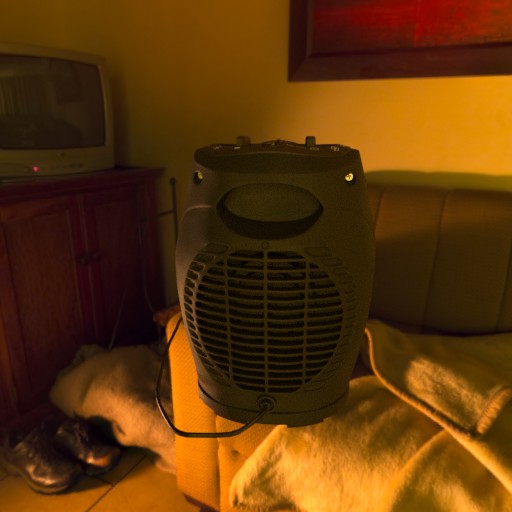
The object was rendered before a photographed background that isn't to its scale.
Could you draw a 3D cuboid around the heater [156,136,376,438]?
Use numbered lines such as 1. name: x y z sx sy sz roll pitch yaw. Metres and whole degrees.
1. heater: 0.000 0.000 0.484 0.239 0.255 0.291 2 16 7
